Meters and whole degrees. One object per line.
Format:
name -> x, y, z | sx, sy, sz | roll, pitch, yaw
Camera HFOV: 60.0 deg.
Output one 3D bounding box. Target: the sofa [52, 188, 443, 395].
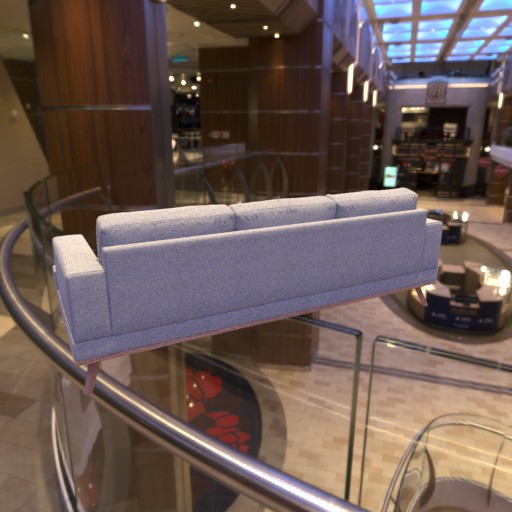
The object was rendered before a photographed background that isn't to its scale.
sofa -> 0.000, 0.000, 2.802 | 2.310, 0.810, 0.920 | -9, 19, -27
